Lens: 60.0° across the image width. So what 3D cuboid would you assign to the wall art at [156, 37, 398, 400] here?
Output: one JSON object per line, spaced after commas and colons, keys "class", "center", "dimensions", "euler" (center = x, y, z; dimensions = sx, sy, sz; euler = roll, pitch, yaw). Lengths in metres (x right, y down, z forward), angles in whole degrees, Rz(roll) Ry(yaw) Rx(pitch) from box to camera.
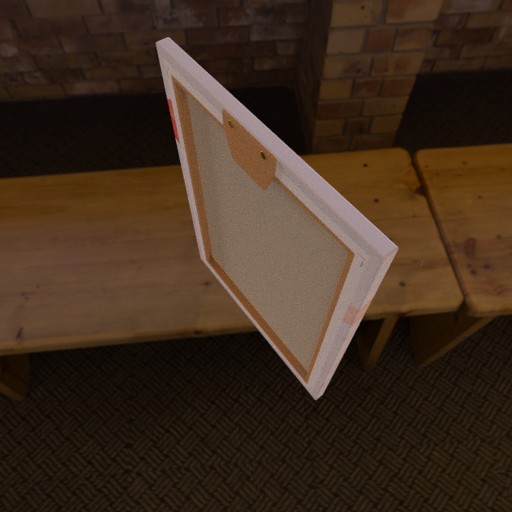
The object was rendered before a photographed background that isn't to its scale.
{"class": "wall art", "center": [0.000, 0.000, 1.345], "dimensions": [0.045, 1.014, 0.759], "euler": [-33, 64, -18]}
